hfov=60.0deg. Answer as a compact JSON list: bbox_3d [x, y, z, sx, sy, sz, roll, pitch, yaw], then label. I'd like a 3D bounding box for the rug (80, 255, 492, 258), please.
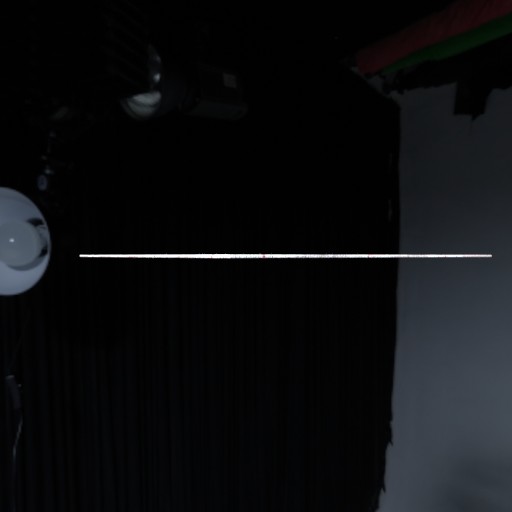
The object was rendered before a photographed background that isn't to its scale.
[{"bbox_3d":[0.000,0.000,3.938,2.317,0.016,2.959,0,0,-34],"label":"rug"}]
